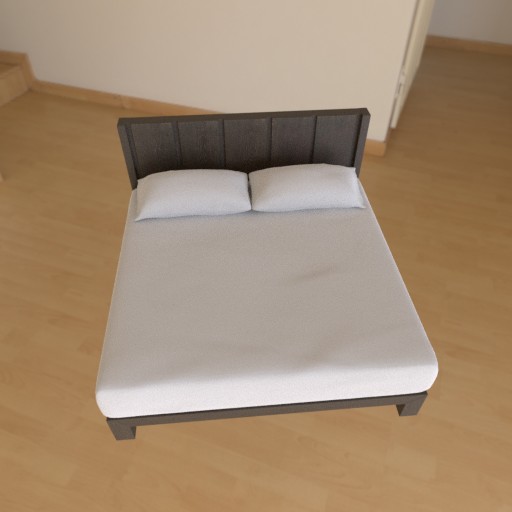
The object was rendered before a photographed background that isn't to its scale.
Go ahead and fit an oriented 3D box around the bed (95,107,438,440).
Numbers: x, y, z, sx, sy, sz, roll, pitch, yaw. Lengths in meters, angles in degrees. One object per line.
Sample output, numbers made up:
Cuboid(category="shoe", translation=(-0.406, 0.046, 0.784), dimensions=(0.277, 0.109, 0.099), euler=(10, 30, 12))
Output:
Cuboid(category="bed", translation=(0.000, 0.000, 3.460), dimensions=(2.143, 1.261, 2.238), euler=(-3, 45, -4))
